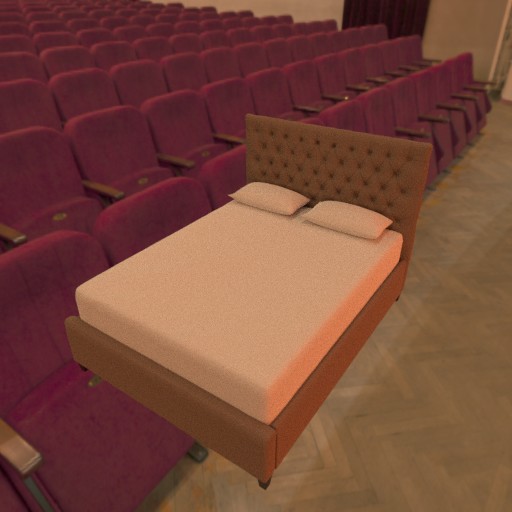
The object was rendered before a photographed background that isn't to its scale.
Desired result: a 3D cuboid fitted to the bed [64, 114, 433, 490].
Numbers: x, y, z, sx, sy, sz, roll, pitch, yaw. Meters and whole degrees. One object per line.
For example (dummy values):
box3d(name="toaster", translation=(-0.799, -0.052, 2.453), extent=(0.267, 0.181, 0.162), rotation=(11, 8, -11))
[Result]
box3d(name="bed", translation=(0.000, 0.000, 3.263), extent=(1.696, 1.426, 2.233), rotation=(19, 36, 29))
